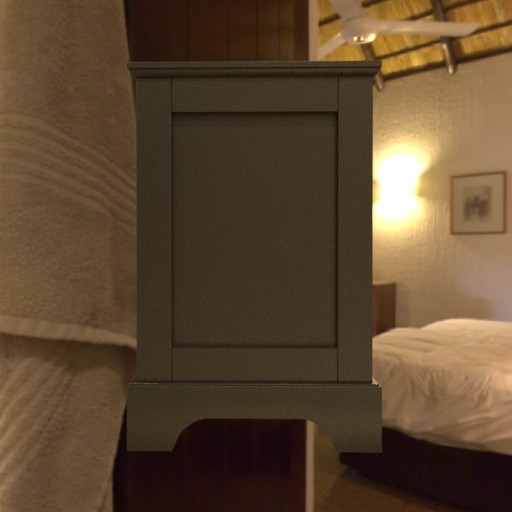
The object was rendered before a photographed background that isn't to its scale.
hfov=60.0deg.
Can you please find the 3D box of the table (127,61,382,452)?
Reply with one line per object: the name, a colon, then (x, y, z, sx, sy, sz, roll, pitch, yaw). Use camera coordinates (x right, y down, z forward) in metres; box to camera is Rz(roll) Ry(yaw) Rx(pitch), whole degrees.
table: (0.000, 0.000, 0.921, 0.399, 0.610, 0.460, 0, 0, 1)
